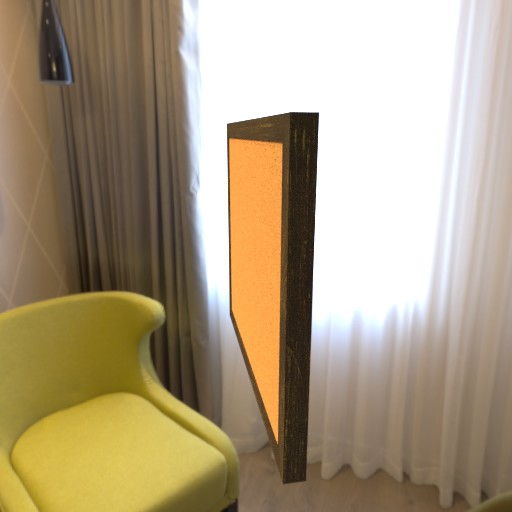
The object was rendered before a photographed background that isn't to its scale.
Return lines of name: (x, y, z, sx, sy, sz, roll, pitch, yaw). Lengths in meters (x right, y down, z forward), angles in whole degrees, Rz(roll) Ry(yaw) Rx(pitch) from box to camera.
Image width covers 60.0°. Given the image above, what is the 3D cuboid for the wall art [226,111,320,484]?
wall art: (0.000, 0.000, 0.777, 0.032, 0.457, 0.558, -3, 16, -10)
